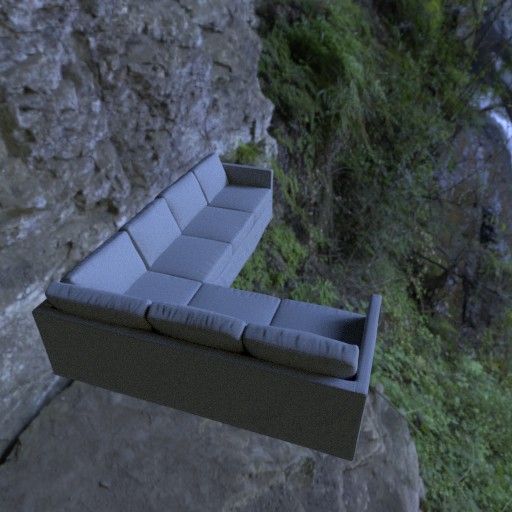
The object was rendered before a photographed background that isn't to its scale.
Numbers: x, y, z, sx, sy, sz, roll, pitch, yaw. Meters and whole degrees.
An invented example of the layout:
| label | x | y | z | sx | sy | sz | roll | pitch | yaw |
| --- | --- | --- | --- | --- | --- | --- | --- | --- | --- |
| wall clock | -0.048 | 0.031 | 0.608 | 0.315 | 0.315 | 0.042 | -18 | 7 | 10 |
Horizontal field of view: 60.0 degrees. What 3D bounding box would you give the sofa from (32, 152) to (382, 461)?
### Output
| label | x | y | z | sx | sy | sz | roll | pitch | yaw |
| --- | --- | --- | --- | --- | --- | --- | --- | --- | --- |
| sofa | 0.000 | 0.000 | 4.296 | 2.432 | 0.871 | 3.182 | 10 | 34 | 15 |
